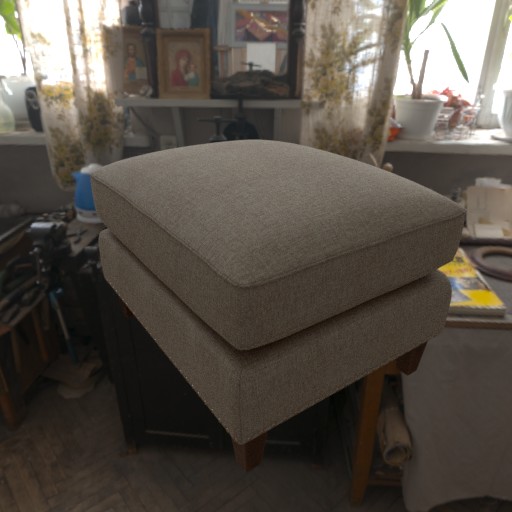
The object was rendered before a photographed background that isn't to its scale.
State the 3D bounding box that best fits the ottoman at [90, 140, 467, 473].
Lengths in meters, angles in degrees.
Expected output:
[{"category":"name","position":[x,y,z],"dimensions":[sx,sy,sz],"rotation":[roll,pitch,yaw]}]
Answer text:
[{"category":"ottoman","position":[0.000,0.000,1.112],"dimensions":[0.584,0.513,0.741],"rotation":[-17,31,-31]}]
